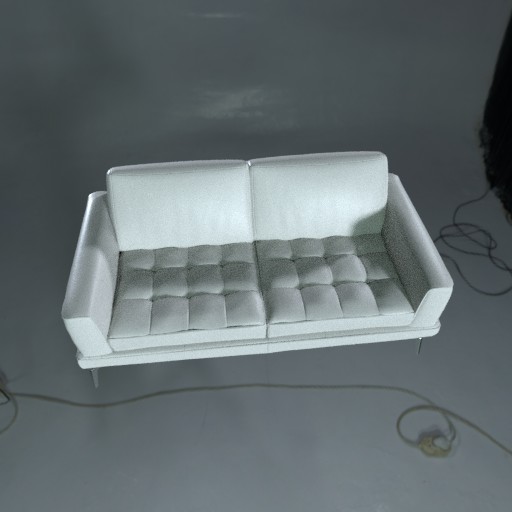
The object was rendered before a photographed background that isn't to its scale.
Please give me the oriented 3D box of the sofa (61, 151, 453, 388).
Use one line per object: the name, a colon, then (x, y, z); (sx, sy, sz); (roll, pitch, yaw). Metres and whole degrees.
sofa: (0.000, 0.000, 2.806); (2.177, 0.930, 1.121); (-4, 47, -4)
